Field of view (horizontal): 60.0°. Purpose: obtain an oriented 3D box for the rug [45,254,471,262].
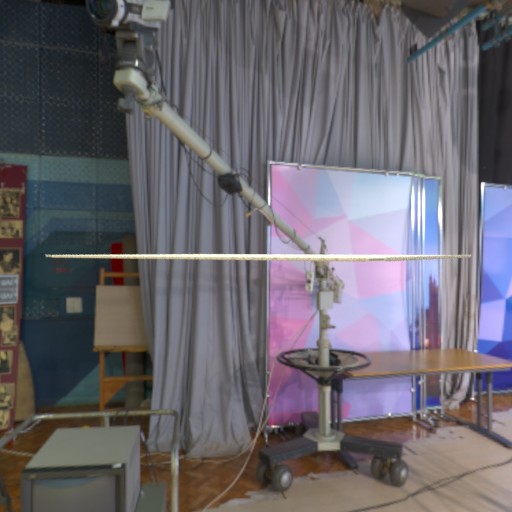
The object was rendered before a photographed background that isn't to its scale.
[{"bbox_3d":[0.000,0.000,2.234,1.771,0.015,1.223,0,1,36],"label":"rug"}]
